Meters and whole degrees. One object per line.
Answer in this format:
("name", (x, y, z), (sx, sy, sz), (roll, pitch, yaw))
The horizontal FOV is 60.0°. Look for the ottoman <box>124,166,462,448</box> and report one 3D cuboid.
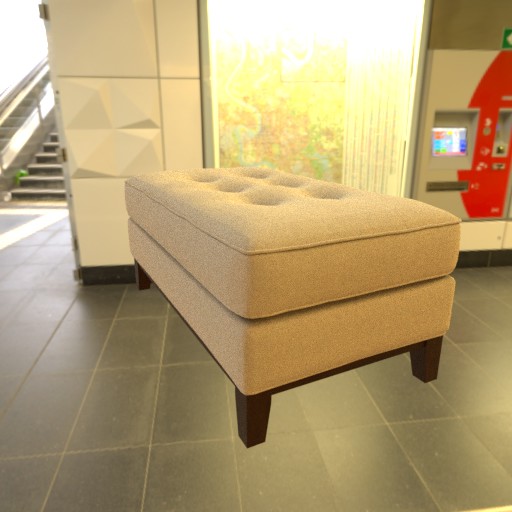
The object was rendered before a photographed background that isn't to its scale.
("ottoman", (0.000, 0.000, 1.505), (0.648, 0.508, 1.143), (-9, 20, -26))
